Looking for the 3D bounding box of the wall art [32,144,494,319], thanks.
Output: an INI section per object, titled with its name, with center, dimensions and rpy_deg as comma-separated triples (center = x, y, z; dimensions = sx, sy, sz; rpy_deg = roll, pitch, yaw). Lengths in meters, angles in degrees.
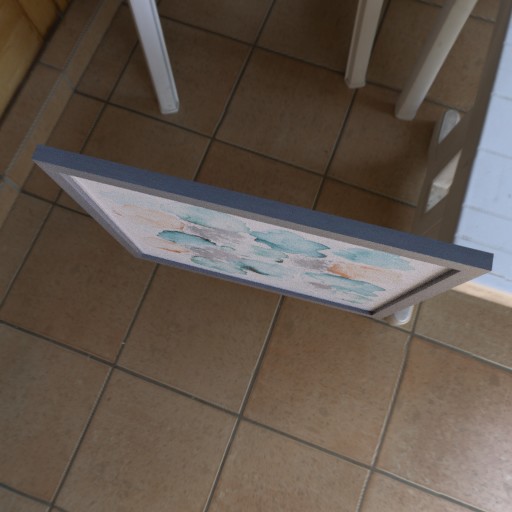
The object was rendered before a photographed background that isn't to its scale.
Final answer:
[wall art]
center = 0.000, 0.000, 0.888
dimensions = 0.660, 0.558, 0.026
rpy_deg = 14, 76, 4
